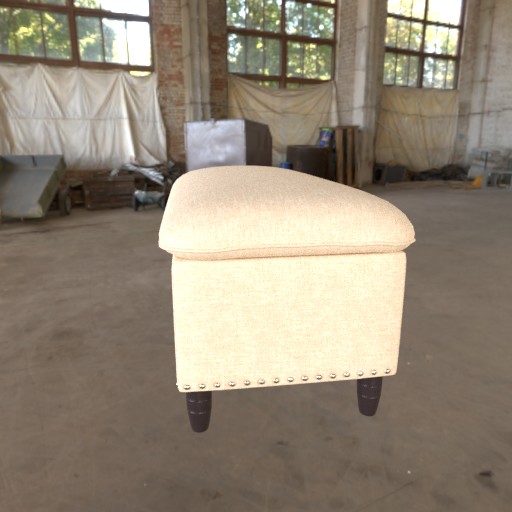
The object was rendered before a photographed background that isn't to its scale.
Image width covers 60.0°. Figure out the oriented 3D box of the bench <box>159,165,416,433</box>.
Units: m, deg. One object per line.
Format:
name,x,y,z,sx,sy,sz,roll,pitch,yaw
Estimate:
bench,0.000,0.000,1.263,0.483,0.483,0.991,-2,15,-8
